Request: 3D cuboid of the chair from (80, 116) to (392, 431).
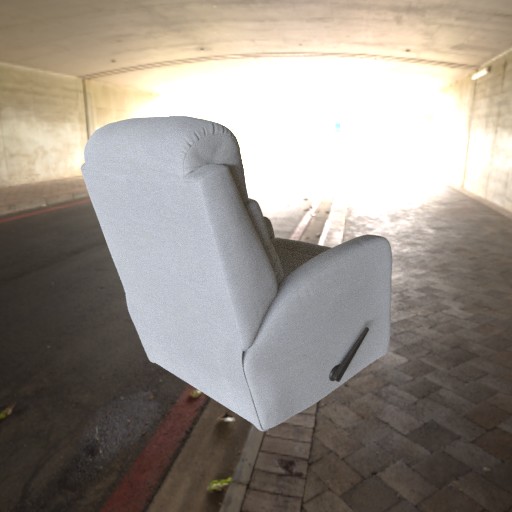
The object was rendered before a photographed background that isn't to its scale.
[{"bbox_3d":[0.000,0.000,1.723,0.798,1.013,1.043,14,21,43],"label":"chair"}]
